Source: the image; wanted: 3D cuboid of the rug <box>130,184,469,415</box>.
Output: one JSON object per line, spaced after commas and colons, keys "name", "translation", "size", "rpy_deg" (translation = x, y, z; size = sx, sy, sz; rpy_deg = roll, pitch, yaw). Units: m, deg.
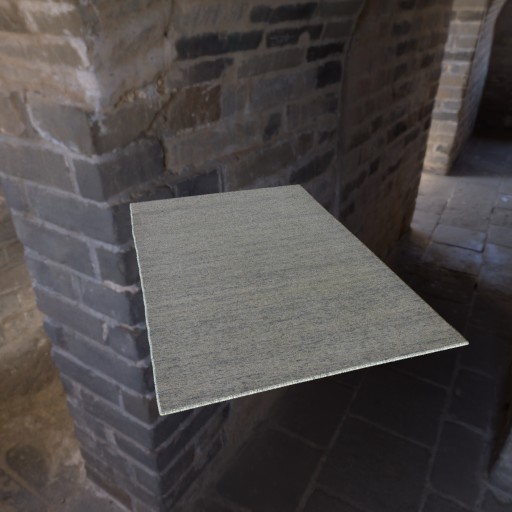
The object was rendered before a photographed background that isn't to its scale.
{"name": "rug", "translation": [0.000, 0.000, 2.934], "size": [1.523, 0.017, 2.263], "rpy_deg": [-9, 31, -15]}
